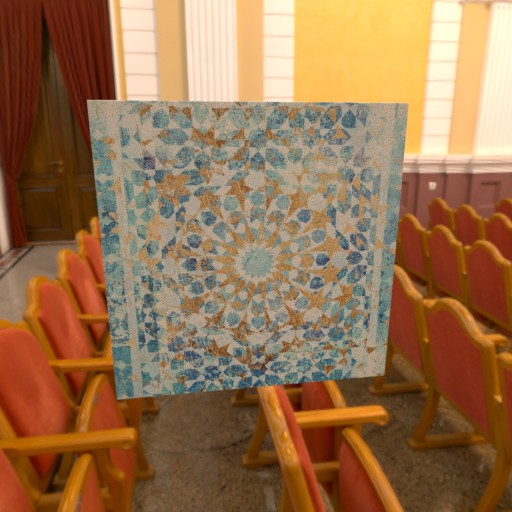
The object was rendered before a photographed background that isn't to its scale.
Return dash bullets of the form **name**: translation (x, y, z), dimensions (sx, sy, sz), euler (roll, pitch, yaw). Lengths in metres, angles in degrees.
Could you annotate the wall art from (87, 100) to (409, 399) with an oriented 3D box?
- **wall art**: translation (0.000, 0.000, 1.393), dimensions (0.916, 0.916, 0.040), euler (-3, 16, -9)
